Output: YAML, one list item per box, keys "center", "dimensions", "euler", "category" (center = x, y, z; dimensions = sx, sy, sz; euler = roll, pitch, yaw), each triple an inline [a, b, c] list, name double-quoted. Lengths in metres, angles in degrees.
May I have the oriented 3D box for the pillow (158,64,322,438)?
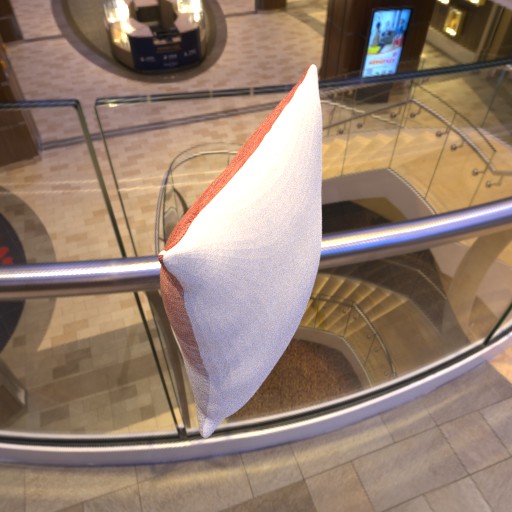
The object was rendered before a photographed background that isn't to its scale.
- center: [0.000, 0.000, 0.695]
  dimensions: [0.182, 0.441, 0.440]
  euler: [18, 50, 16]
  category: "pillow"
